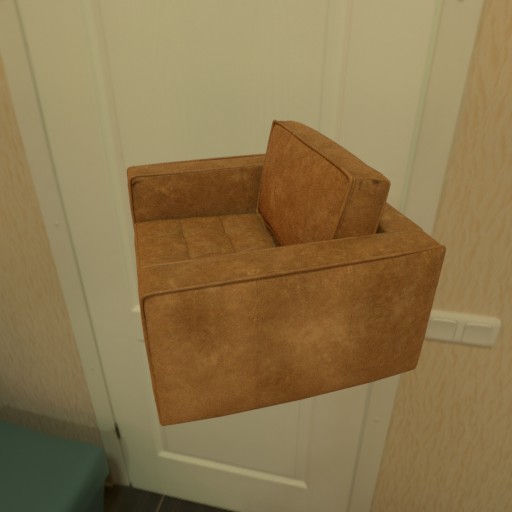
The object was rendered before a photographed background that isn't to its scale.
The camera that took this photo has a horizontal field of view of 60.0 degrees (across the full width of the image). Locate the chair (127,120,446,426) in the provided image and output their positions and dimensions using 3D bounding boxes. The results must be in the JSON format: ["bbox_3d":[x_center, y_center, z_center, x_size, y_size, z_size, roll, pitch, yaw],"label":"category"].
[{"bbox_3d":[0.000,0.000,1.515,0.798,0.767,0.928,-8,31,-14],"label":"chair"}]
